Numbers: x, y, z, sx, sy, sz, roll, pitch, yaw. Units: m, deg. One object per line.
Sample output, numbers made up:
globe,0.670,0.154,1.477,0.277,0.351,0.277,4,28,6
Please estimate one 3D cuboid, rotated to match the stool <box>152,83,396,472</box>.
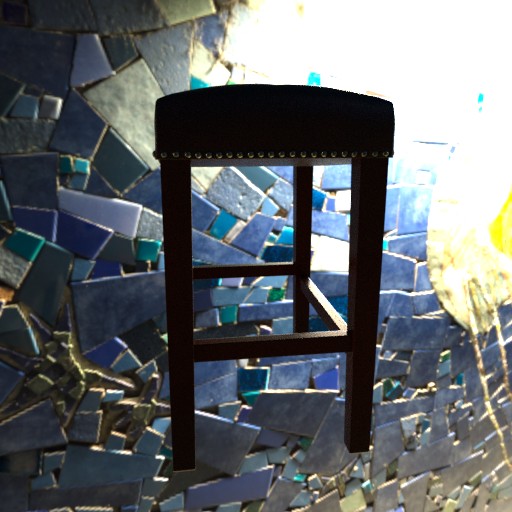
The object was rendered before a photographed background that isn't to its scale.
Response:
stool,0.000,0.000,0.959,0.372,0.657,0.504,-2,16,-8
